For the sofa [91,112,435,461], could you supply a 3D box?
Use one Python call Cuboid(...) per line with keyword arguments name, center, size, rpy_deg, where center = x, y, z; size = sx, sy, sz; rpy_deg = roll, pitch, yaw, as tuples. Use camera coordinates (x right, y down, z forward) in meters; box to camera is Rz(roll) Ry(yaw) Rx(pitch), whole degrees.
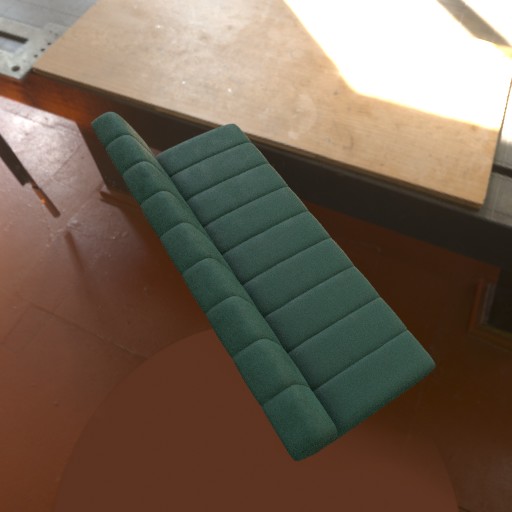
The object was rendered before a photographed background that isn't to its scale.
Cuboid(name="sofa", center=(0.000, 0.000, 2.239), size=(0.830, 0.820, 1.810), rpy_deg=(-28, 64, -15))
